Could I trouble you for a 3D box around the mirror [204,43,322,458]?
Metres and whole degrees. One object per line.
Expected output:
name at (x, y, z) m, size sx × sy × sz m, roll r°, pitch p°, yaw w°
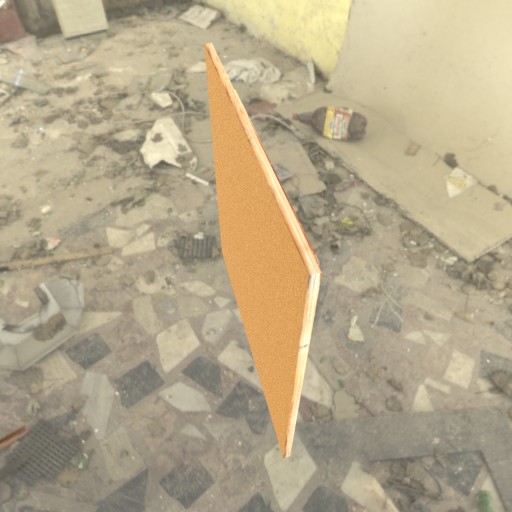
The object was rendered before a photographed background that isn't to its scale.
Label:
mirror at (0.000, 0.000, 1.198) m, size 0.061 × 0.804 × 0.804 m, roll -11°, pitch 49°, yaw -10°
